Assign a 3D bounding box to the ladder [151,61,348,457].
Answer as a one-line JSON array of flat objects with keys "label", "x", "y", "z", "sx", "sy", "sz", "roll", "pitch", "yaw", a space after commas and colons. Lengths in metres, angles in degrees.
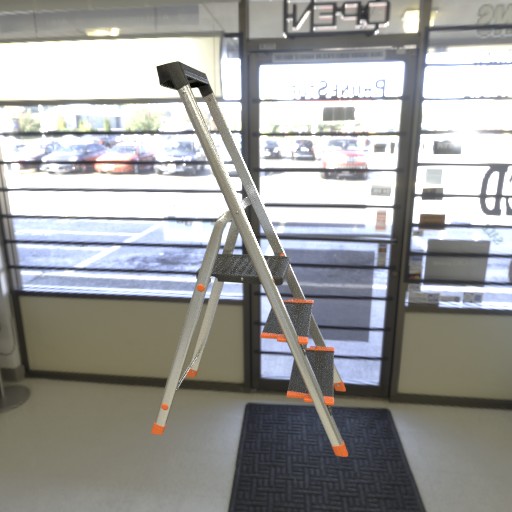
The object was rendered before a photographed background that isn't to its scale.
[{"label": "ladder", "x": 0.000, "y": 0.000, "z": 1.548, "sx": 0.686, "sy": 1.229, "sz": 0.416, "roll": 3, "pitch": 16, "yaw": 10}]
